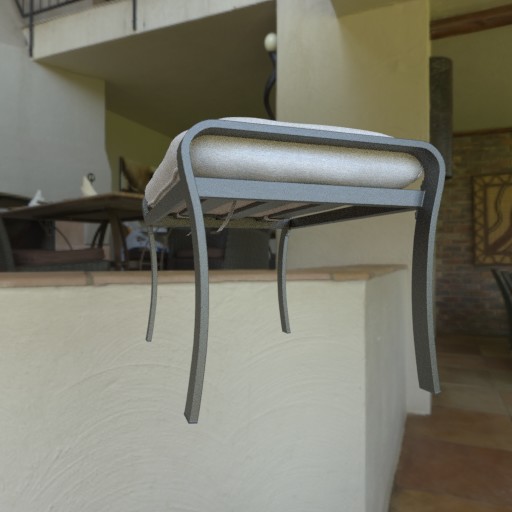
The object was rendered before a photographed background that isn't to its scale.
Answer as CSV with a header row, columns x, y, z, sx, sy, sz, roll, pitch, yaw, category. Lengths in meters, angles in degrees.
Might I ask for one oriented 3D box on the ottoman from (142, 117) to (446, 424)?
x,y,z,sx,sy,sz,roll,pitch,yaw,category
0.000,0.000,0.901,0.406,0.422,0.610,0,0,-19,ottoman
